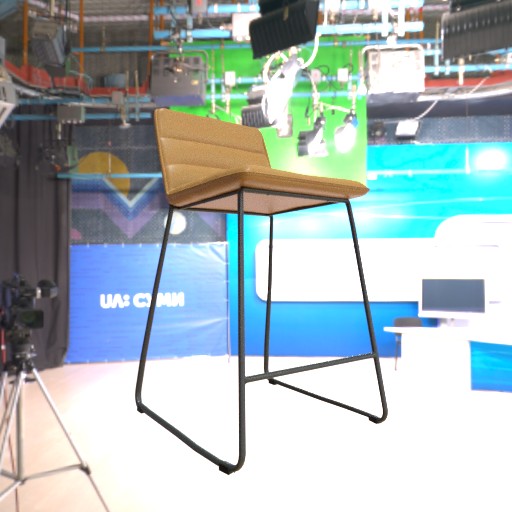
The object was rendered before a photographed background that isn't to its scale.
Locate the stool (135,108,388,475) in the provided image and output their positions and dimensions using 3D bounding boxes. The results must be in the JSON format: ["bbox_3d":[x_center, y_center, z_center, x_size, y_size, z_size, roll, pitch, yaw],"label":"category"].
[{"bbox_3d":[0.000,0.000,1.198,0.489,0.866,0.524,0,0,-36],"label":"stool"}]
